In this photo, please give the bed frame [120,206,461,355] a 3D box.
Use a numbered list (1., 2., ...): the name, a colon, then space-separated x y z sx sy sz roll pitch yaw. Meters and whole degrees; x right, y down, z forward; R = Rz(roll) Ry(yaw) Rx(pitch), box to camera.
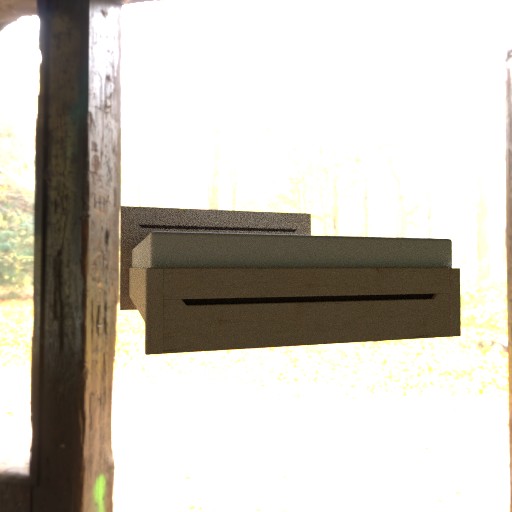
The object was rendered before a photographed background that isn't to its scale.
1. bed frame: 0.000 0.000 3.121 1.800 0.900 2.080 0 -1 -18
